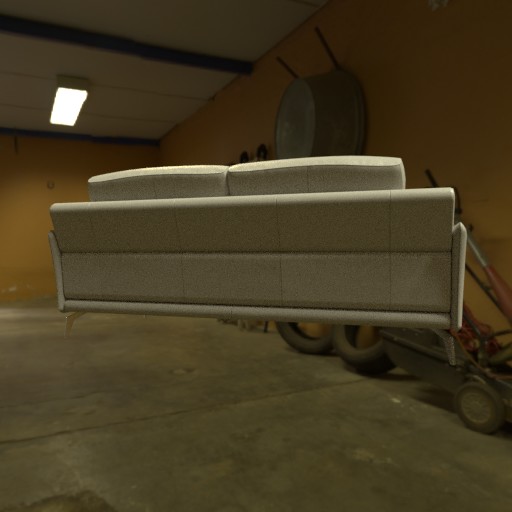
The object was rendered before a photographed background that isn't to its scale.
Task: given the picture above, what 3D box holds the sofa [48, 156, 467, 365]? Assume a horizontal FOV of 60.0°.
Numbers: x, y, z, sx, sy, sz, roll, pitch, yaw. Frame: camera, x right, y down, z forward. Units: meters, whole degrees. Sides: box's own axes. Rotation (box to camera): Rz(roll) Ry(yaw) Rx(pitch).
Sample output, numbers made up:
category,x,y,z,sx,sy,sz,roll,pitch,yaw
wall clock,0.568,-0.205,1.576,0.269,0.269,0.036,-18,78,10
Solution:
category,x,y,z,sx,sy,sz,roll,pitch,yaw
sofa,0.000,0.000,2.575,2.101,0.930,1.049,0,0,17
